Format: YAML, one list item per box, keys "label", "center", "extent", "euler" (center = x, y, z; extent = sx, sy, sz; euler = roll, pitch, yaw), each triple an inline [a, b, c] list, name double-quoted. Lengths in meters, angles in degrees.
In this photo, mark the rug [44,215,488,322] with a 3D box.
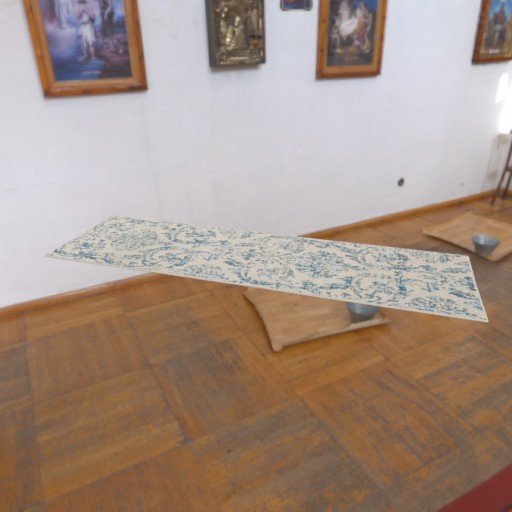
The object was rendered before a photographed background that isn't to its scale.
- label: "rug"
  center: [0.000, 0.000, 2.392]
  extent: [2.196, 0.011, 0.662]
  euler: [7, 26, 15]
